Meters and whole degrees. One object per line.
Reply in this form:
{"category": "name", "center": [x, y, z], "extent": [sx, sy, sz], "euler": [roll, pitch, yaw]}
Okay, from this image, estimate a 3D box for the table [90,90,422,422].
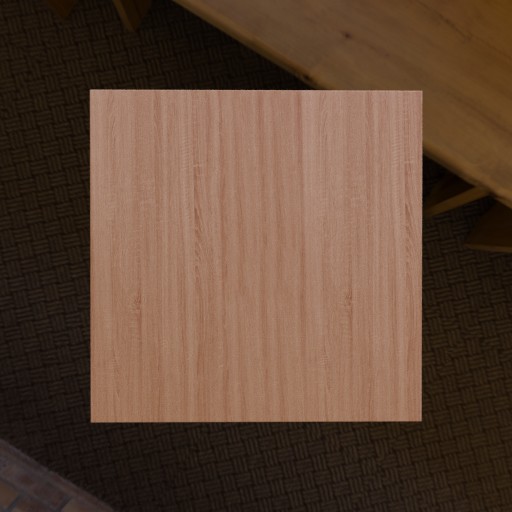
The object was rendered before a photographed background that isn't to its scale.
{"category": "table", "center": [0.000, 0.000, 1.048], "extent": [0.670, 0.305, 0.670], "euler": [0, 90, -1]}
